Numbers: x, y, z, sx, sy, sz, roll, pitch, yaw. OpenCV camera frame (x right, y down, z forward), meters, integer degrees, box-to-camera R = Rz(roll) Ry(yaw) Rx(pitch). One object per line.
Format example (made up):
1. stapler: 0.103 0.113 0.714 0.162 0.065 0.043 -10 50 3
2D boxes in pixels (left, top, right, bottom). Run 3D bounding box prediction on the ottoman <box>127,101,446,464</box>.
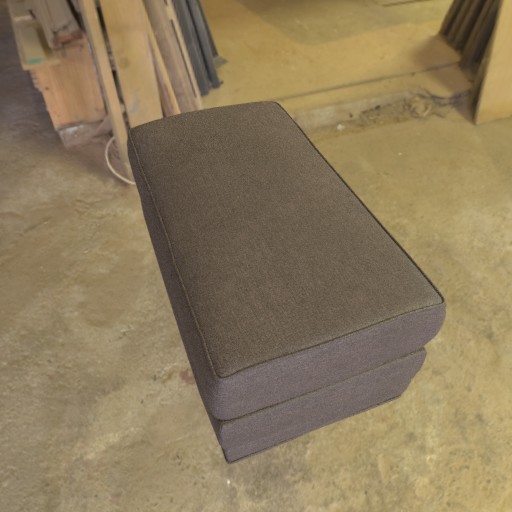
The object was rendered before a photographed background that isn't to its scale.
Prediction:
1. ottoman: 0.000 0.000 1.166 0.490 0.448 0.864 -16 48 -14
